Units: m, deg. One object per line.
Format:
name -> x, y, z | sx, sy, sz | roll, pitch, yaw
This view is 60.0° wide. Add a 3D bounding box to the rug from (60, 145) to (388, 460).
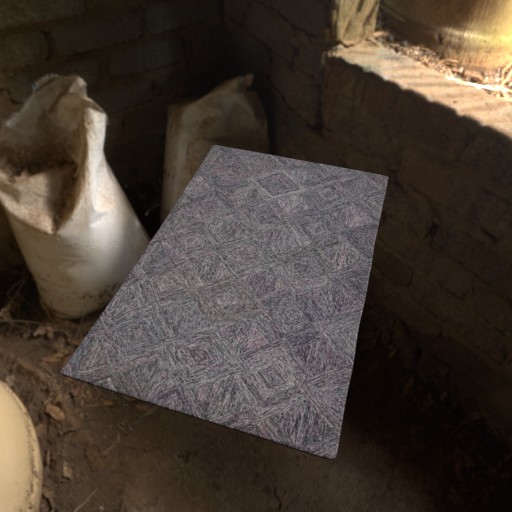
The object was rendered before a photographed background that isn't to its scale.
rug -> 0.000, 0.000, 2.273 | 1.158, 0.013, 1.752 | 13, 49, 12
